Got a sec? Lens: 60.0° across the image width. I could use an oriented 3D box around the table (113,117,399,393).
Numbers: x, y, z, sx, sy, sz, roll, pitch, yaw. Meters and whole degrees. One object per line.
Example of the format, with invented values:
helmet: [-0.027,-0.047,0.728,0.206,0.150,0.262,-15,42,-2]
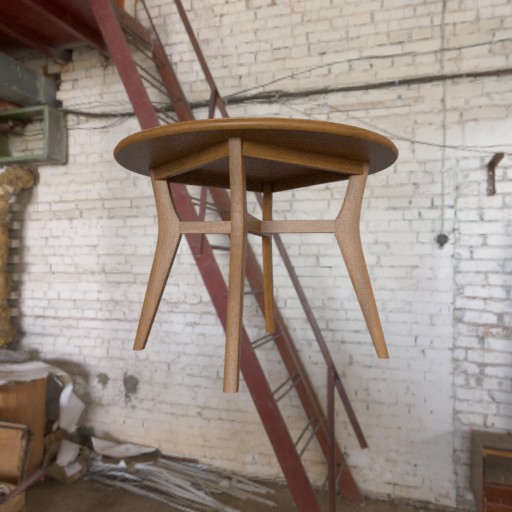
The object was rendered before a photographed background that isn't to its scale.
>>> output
table: [0.000,0.000,1.723,1.055,0.757,1.055,0,0,0]
